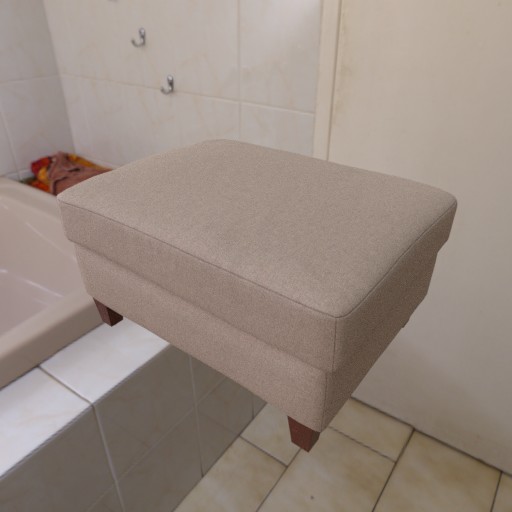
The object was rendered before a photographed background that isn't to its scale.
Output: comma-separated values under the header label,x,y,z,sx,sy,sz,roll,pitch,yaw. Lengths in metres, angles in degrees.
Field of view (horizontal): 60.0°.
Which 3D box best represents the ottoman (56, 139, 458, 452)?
label,x,y,z,sx,sy,sz,roll,pitch,yaw
ottoman,0.000,0.000,1.306,0.902,0.511,0.692,22,37,32
